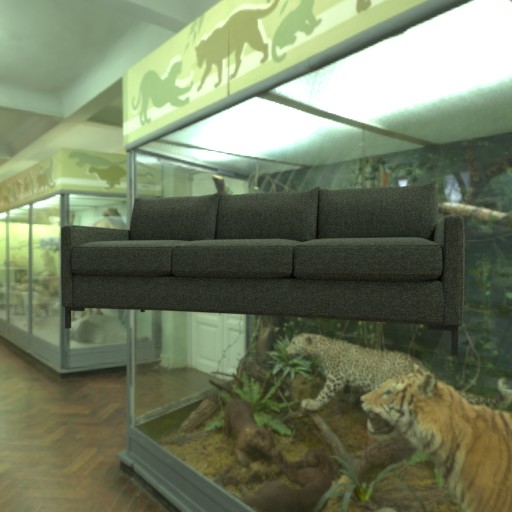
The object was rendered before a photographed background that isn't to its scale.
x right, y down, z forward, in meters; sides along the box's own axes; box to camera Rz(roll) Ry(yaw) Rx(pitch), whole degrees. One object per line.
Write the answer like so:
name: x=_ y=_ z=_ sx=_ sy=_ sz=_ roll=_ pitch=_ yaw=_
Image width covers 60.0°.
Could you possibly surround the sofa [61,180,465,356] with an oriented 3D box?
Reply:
sofa: x=0.000 y=0.000 z=2.699 sx=2.253 sy=0.879 sz=0.876 roll=0 pitch=0 yaw=19
